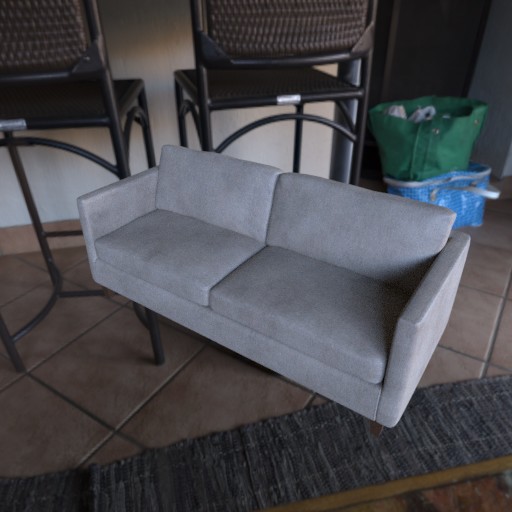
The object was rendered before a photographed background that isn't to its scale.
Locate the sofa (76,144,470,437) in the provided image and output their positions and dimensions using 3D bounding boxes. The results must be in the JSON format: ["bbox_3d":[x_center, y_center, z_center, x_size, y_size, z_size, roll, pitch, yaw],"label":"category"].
[{"bbox_3d":[0.000,0.000,2.732,2.208,0.965,0.951,20,36,29],"label":"sofa"}]
